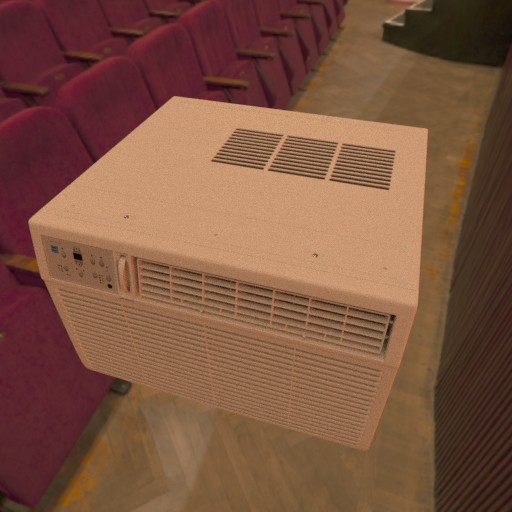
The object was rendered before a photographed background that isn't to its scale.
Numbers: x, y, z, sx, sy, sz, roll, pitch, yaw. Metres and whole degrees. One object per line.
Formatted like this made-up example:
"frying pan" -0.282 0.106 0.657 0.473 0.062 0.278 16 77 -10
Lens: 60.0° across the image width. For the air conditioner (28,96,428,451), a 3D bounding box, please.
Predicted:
"air conditioner" 0.000 0.000 1.029 0.645 0.455 0.599 12 43 13
